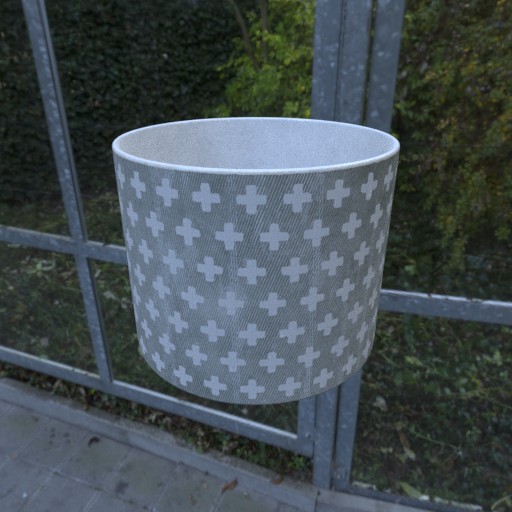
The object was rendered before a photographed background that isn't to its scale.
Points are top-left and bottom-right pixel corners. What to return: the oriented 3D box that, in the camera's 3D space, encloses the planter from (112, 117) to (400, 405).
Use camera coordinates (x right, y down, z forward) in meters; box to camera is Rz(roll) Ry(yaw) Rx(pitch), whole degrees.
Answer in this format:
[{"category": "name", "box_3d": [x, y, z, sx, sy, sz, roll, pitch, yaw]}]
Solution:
[{"category": "planter", "box_3d": [0.000, 0.000, 0.451, 0.250, 0.239, 0.250, 0, 25, 0]}]
